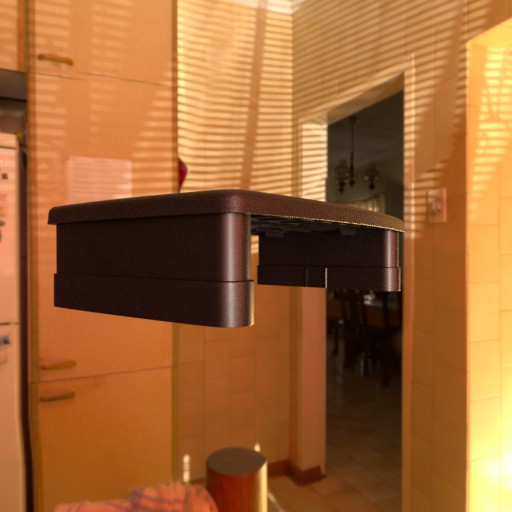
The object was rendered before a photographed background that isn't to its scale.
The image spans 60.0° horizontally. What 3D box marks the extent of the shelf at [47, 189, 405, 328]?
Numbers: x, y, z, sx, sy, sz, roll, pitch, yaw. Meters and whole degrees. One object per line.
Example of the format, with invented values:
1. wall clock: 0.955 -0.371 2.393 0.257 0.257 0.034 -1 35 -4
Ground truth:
1. shelf: 0.000 0.000 0.535 0.280 0.100 0.410 0 1 35
